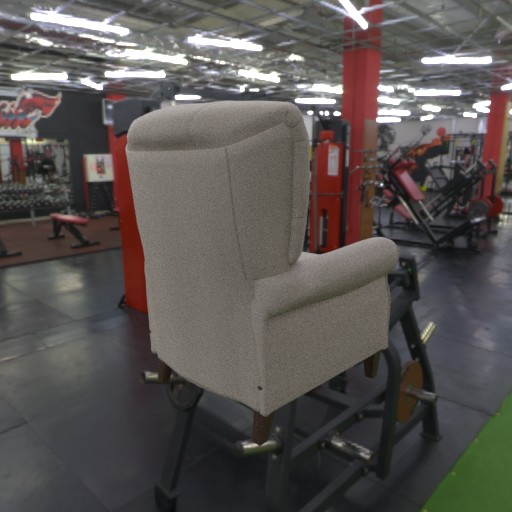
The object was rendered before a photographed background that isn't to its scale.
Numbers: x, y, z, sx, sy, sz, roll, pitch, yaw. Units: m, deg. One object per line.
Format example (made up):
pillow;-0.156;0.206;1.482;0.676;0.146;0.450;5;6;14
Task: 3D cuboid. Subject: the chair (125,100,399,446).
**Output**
chair;0.000;0.000;1.936;1.025;1.209;0.942;-12;17;-43
